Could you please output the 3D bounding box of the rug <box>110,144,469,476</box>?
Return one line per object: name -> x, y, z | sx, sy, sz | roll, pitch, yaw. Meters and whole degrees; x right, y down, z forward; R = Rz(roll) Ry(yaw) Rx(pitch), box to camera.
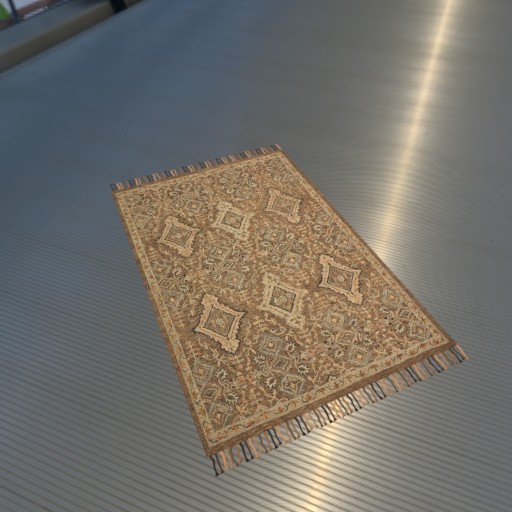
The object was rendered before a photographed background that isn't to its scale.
rug -> 0.000, 0.000, 3.024 | 1.516, 0.010, 2.434 | -18, 48, -17
